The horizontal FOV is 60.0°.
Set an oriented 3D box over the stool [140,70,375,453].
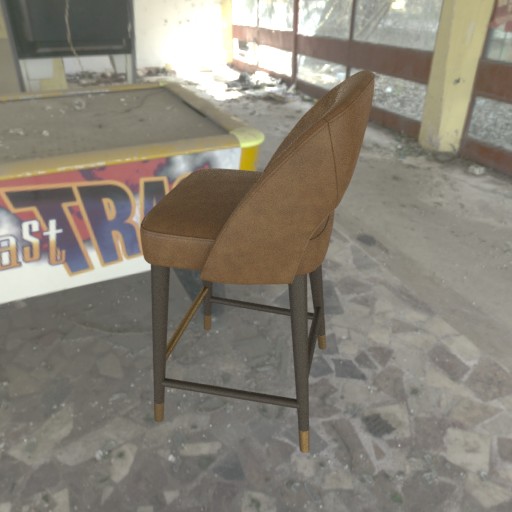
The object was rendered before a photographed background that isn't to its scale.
[{"bbox_3d":[0.000,0.000,1.201,0.509,0.940,0.494,7,31,12],"label":"stool"}]
